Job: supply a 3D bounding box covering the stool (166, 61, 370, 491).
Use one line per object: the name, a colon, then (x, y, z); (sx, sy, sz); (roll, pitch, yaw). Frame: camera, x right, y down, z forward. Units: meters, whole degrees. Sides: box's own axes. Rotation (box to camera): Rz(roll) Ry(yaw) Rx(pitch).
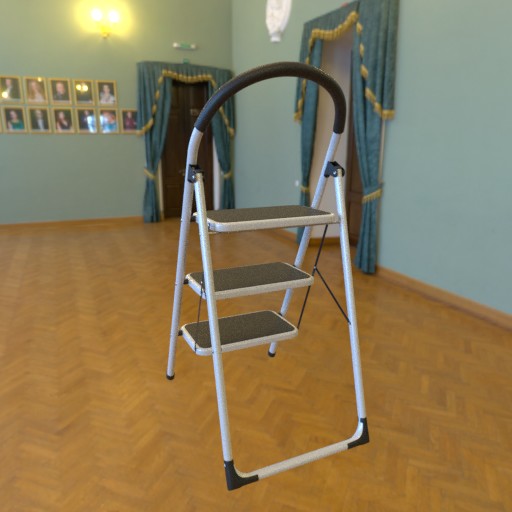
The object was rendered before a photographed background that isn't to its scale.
stool: (0.000, 0.000, 1.445); (0.485, 1.109, 0.676); (-7, 16, -24)
